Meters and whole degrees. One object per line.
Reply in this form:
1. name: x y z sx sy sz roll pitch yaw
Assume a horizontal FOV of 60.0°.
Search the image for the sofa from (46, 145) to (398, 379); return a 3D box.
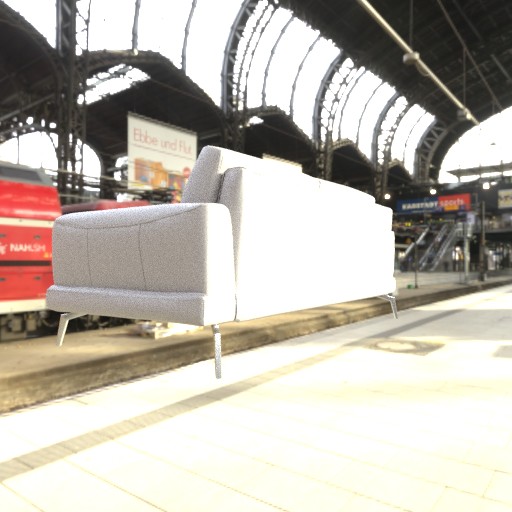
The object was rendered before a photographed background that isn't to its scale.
1. sofa: 0.000 0.000 2.753 1.121 0.930 2.177 0 -1 36
